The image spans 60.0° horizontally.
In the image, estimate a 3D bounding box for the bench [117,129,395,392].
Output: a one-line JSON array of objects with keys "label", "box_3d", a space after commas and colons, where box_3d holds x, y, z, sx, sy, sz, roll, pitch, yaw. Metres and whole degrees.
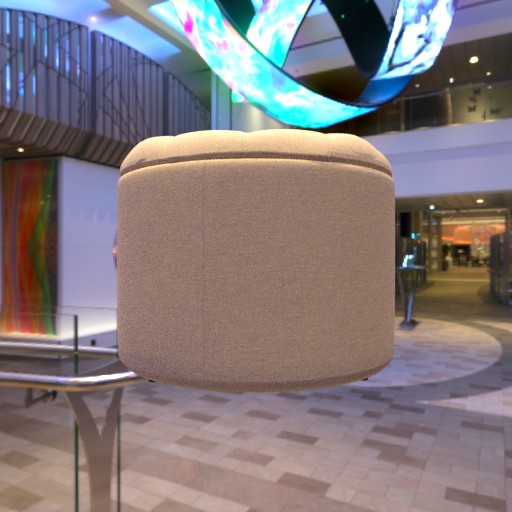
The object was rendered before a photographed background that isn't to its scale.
[{"label": "bench", "box_3d": [0.000, 0.000, 1.002, 0.600, 0.454, 0.600, 0, 0, 0]}]
